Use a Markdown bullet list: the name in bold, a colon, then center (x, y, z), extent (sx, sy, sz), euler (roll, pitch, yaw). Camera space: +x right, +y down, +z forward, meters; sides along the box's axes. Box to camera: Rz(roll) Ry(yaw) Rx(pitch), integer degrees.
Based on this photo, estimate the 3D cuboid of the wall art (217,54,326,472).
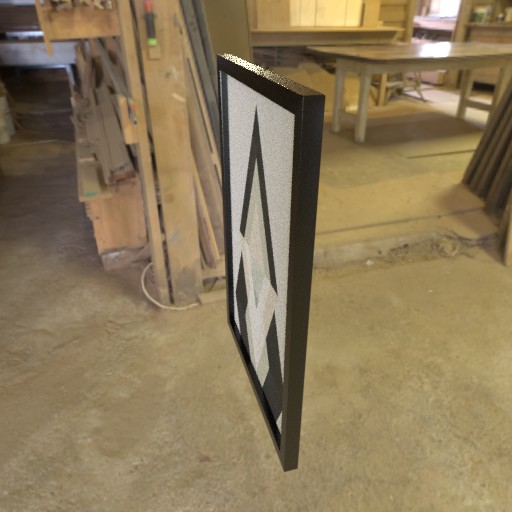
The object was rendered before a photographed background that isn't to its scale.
- **wall art**: center (0.000, 0.000, 0.580), extent (0.019, 0.455, 0.314), euler (-8, 31, -14)
